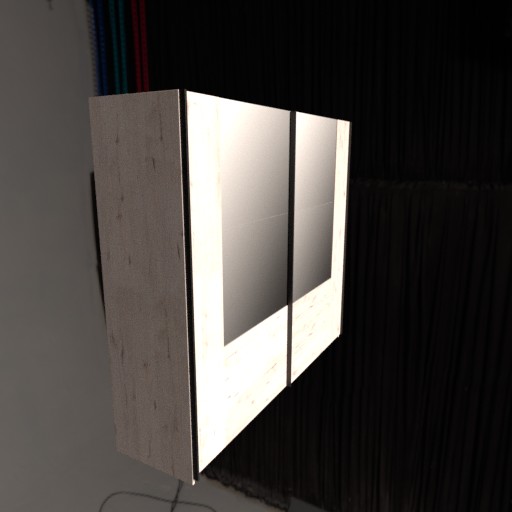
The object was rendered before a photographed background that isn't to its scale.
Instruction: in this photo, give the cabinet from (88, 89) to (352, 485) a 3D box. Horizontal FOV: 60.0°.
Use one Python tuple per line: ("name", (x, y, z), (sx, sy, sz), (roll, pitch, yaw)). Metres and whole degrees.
("cabinet", (0.000, 0.000, 3.539), (0.660, 2.180, 2.500), (7, 15, 29))
